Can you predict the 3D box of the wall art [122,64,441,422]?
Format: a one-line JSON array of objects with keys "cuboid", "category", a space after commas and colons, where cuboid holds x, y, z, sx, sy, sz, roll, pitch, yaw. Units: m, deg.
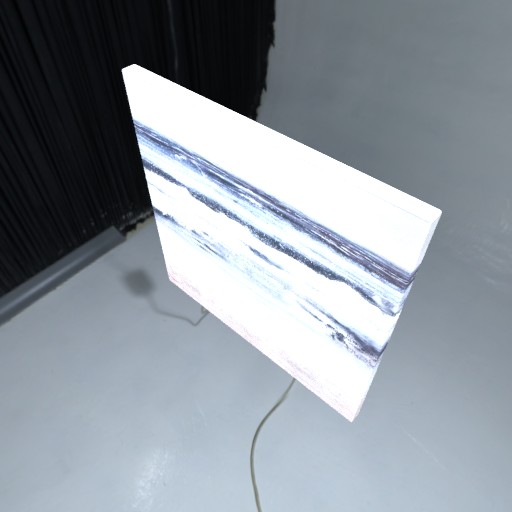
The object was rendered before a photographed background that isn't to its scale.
[{"cuboid": [0.000, 0.000, 1.118, 0.755, 0.747, 0.065, 33, 56, 27], "category": "wall art"}]
